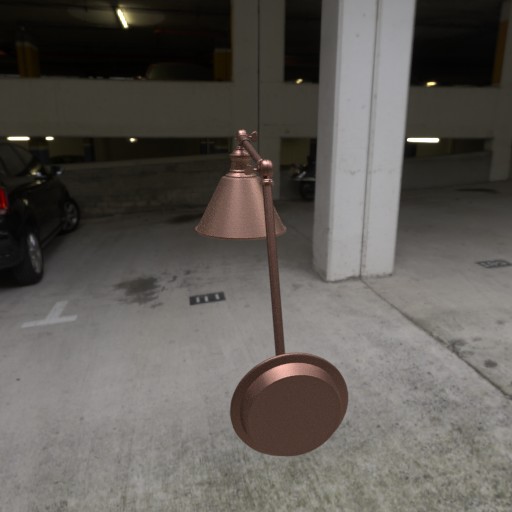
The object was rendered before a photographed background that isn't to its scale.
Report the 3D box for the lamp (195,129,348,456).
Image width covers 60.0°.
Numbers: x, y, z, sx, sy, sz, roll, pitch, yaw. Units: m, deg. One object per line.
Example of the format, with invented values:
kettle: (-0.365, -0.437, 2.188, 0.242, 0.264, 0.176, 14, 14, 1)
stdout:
lamp: (0.000, 0.000, 0.907, 0.223, 0.502, 0.624, -3, 16, -10)
